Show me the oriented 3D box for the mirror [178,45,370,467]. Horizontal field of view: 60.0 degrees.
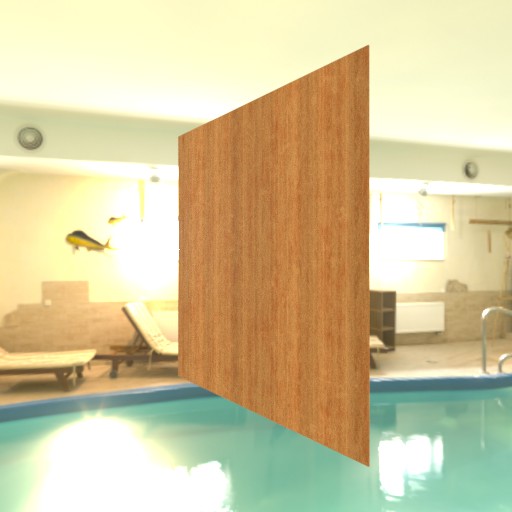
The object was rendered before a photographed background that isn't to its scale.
[{"bbox_3d":[0.000,0.000,0.958,0.047,0.651,0.651,0,0,-36],"label":"mirror"}]
